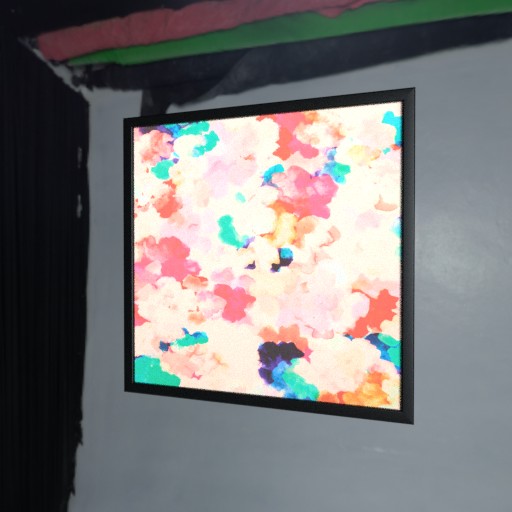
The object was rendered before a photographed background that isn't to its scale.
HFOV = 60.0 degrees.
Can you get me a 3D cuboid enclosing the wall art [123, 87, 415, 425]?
[{"bbox_3d":[0.000,0.000,1.124,0.756,0.755,0.036,0,1,18],"label":"wall art"}]
